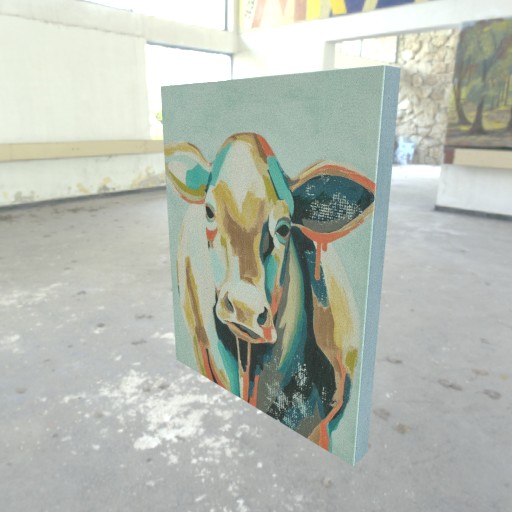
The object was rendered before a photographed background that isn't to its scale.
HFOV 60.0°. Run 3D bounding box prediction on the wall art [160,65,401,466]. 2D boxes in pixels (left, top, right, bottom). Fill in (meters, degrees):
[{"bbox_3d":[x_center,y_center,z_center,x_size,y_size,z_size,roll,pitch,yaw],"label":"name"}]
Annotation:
[{"bbox_3d":[0.000,0.000,0.683,0.409,0.509,0.037,16,23,42],"label":"wall art"}]
